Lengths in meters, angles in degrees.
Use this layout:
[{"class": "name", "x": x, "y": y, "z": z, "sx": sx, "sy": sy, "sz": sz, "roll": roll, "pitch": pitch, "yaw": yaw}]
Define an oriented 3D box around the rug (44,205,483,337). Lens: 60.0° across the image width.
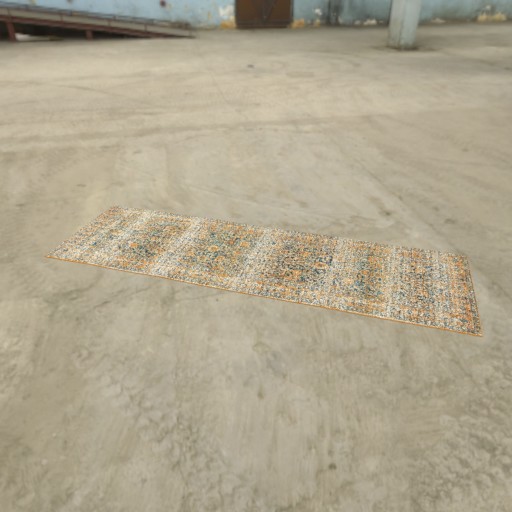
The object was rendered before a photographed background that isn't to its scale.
[{"class": "rug", "x": 0.000, "y": 0.000, "z": 2.508, "sx": 2.294, "sy": 0.014, "sz": 0.704, "roll": 9, "pitch": 33, "yaw": 14}]
